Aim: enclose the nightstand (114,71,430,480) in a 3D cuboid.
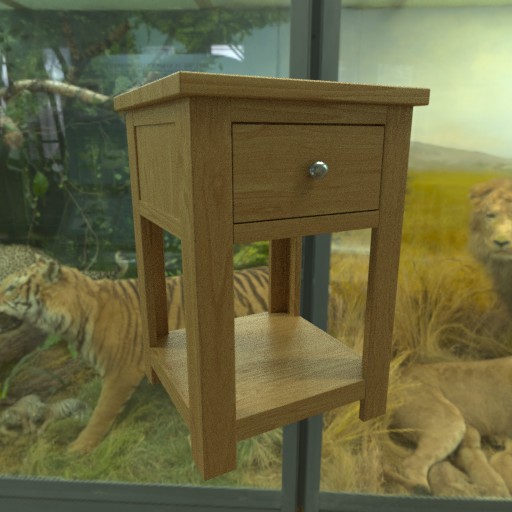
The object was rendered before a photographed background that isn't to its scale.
[{"bbox_3d":[0.000,0.000,0.886,0.428,0.614,0.418,-8,17,-27],"label":"nightstand"}]
